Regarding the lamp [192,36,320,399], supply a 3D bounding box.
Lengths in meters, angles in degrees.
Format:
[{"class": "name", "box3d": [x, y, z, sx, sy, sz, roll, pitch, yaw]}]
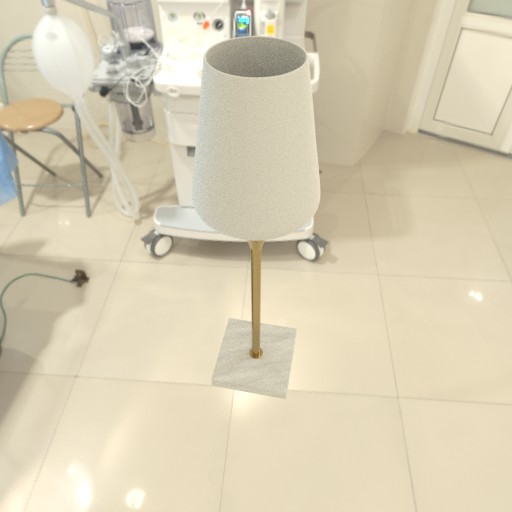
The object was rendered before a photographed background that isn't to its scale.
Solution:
[{"class": "lamp", "box3d": [0.000, 0.000, 0.720, 0.181, 0.639, 0.181, 8, 47, 8]}]
